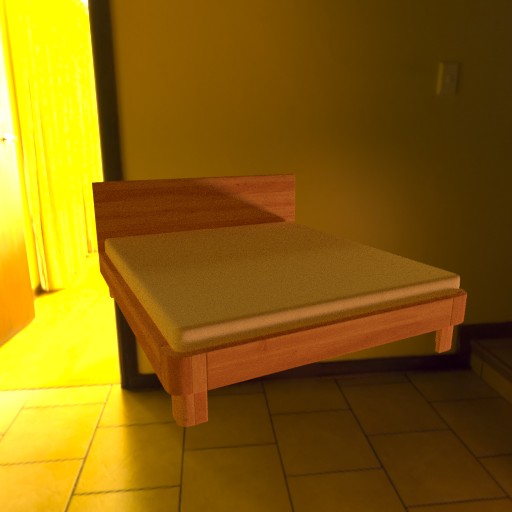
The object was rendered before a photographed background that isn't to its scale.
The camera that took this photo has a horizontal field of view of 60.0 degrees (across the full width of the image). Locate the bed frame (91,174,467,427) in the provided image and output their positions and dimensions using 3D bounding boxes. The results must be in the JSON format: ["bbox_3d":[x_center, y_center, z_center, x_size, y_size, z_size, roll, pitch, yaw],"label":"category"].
[{"bbox_3d":[0.000,0.000,3.139,1.872,0.940,2.092,-7,17,-26],"label":"bed frame"}]
